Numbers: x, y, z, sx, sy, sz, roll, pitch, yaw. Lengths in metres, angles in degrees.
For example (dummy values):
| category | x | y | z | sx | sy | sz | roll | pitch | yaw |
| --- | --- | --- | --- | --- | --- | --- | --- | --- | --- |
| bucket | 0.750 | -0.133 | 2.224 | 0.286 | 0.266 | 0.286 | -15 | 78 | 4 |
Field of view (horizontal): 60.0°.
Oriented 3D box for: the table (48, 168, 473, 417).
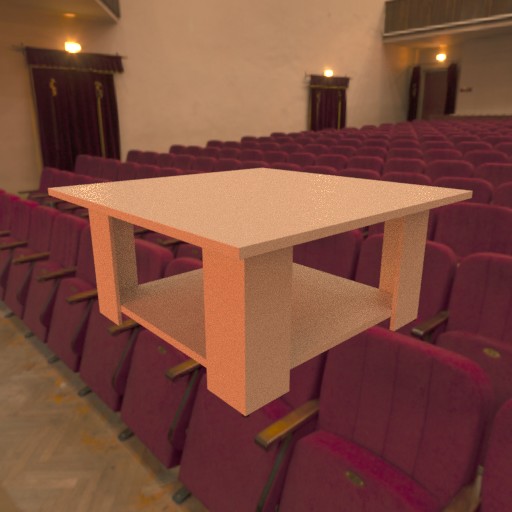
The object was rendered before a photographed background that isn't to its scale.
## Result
| category | x | y | z | sx | sy | sz | roll | pitch | yaw |
| --- | --- | --- | --- | --- | --- | --- | --- | --- | --- |
| table | 0.000 | 0.000 | 1.033 | 0.670 | 0.305 | 0.670 | -15 | 23 | -40 |
